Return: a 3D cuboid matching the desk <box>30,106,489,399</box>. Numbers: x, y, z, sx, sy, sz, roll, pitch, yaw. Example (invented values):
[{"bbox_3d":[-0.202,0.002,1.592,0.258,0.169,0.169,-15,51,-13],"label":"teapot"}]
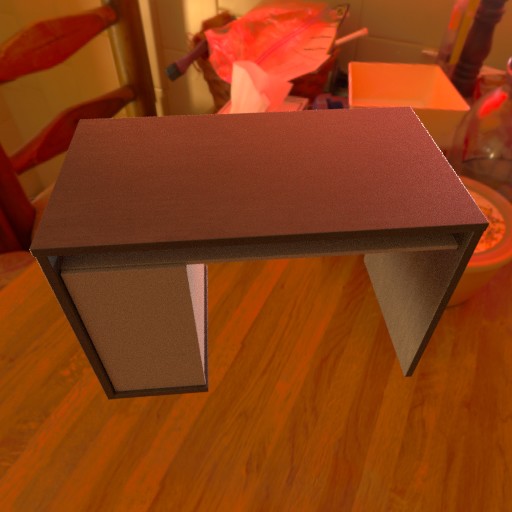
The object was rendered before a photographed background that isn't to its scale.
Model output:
[{"bbox_3d":[0.000,0.000,1.531,1.100,0.750,0.600,-3,46,-3],"label":"desk"}]
